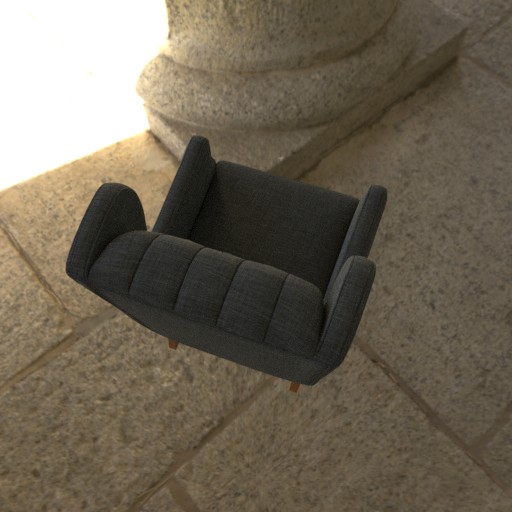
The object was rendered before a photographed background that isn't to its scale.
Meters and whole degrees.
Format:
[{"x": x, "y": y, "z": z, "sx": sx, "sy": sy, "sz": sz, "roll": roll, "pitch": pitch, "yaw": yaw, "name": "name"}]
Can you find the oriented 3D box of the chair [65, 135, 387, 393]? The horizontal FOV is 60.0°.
[{"x": 0.000, "y": 0.000, "z": 1.466, "sx": 0.711, "sy": 0.953, "sz": 0.775, "roll": 17, "pitch": 65, "yaw": 9, "name": "chair"}]
